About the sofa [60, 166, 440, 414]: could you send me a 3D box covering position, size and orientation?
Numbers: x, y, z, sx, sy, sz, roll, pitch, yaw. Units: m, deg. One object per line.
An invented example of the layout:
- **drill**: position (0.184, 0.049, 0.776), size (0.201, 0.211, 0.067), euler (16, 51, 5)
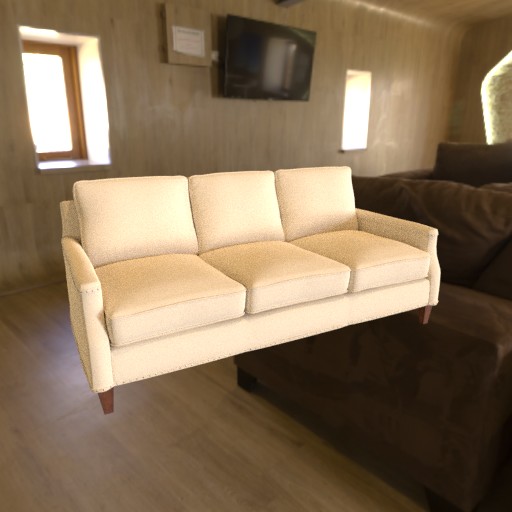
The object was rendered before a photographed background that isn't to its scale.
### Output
- **sofa**: position (0.000, 0.000, 2.840), size (2.246, 1.003, 1.084), euler (-9, 19, -27)
